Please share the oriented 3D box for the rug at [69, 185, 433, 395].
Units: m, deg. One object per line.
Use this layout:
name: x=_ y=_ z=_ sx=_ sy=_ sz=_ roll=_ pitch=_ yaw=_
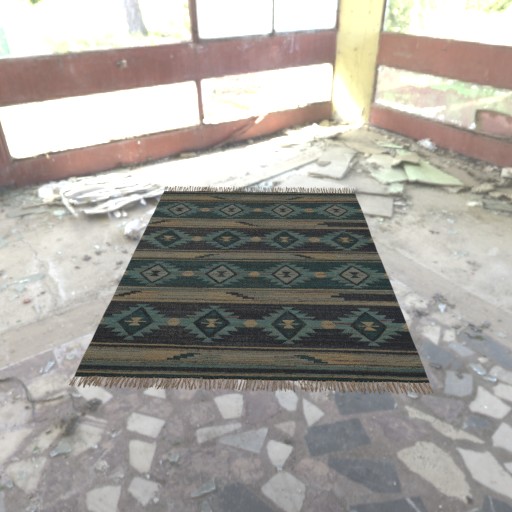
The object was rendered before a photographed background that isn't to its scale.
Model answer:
rug: x=0.000 y=0.000 z=4.287 sx=2.418 sy=0.047 sz=3.307 roll=1 pitch=32 yaw=1
